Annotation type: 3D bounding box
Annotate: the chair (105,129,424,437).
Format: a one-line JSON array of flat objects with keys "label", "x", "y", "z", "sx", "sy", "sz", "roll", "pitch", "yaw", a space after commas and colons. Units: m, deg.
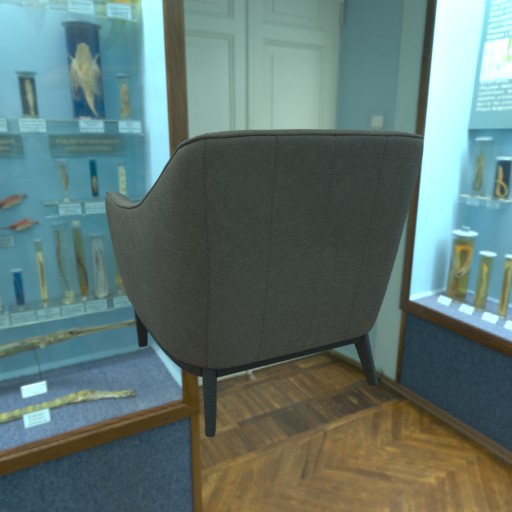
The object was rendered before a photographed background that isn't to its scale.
[{"label": "chair", "x": 0.000, "y": 0.000, "z": 1.533, "sx": 0.871, "sy": 0.830, "sz": 0.852, "roll": -7, "pitch": 17, "yaw": -26}]
